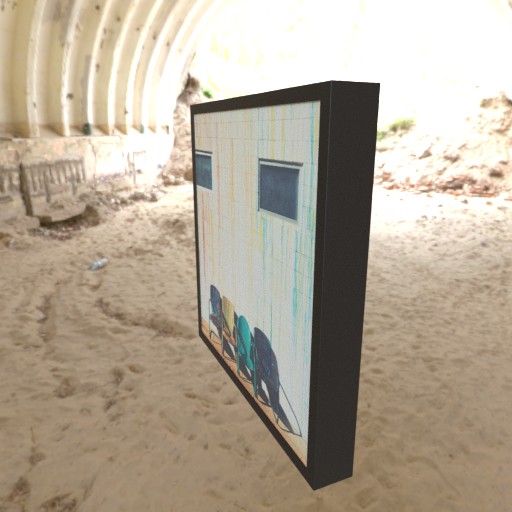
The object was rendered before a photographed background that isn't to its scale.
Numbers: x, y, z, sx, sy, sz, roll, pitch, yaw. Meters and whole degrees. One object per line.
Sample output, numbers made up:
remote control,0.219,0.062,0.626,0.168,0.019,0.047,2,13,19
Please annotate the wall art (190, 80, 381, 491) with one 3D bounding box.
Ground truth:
wall art,0.000,0.000,0.449,0.038,0.304,0.304,-7,17,-23
